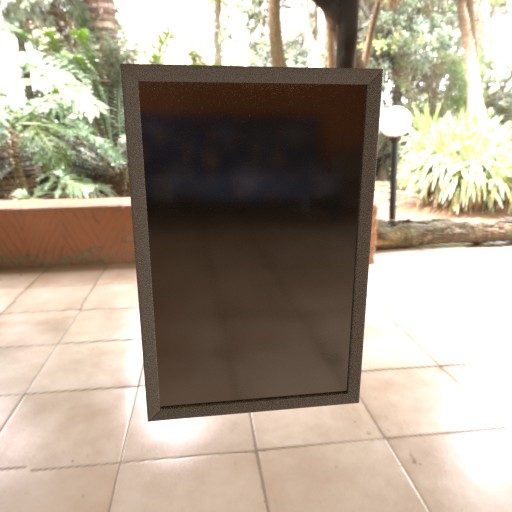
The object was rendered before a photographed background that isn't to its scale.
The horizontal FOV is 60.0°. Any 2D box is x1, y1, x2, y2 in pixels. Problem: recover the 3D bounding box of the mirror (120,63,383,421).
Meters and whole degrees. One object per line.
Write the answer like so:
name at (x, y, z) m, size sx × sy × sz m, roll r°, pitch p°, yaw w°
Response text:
mirror at (0.000, 0.000, 1.159) m, size 0.609 × 0.915 × 0.040 m, roll -2°, pitch 16°, yaw -8°
